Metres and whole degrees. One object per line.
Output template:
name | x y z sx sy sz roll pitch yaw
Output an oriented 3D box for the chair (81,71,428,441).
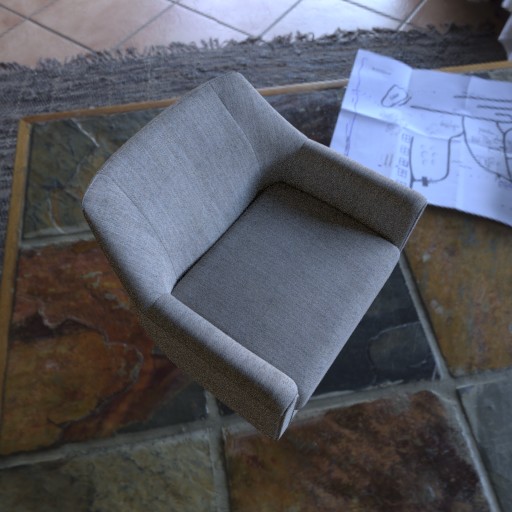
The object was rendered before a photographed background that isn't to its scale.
chair | 0.000 0.000 1.440 0.758 0.761 0.796 32 65 17
